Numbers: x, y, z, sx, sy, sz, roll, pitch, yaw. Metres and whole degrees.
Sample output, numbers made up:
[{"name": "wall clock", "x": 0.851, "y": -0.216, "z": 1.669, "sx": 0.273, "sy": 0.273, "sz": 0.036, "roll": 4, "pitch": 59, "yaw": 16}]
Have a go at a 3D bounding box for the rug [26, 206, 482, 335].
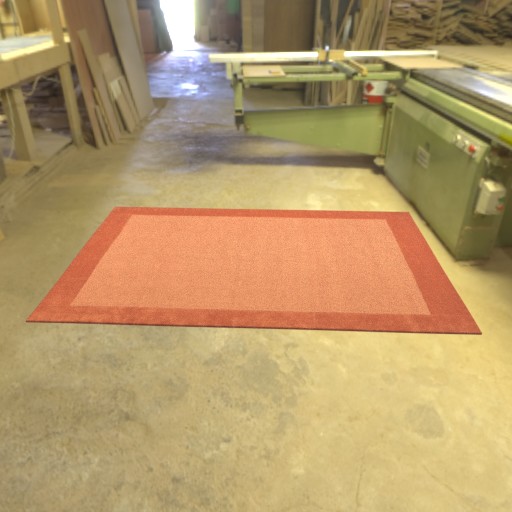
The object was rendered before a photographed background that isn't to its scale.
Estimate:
[{"name": "rug", "x": 0.000, "y": 0.000, "z": 3.018, "sx": 2.438, "sy": 0.014, "sz": 1.524, "roll": 1, "pitch": 30, "yaw": 2}]
